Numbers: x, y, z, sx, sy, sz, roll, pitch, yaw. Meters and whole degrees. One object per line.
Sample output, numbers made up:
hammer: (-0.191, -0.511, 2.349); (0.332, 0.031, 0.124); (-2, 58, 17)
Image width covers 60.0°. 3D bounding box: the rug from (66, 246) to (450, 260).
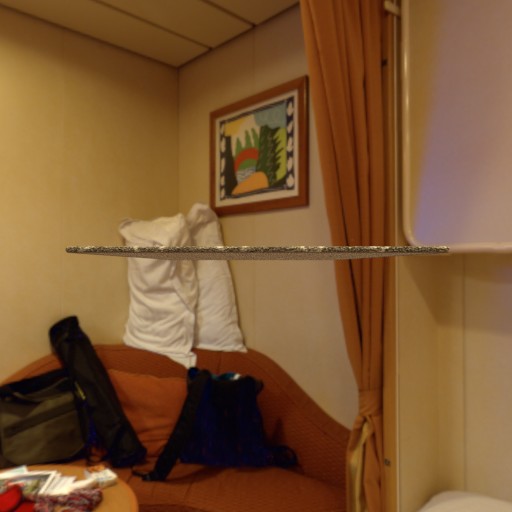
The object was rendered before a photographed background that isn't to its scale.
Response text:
rug: (0.000, 0.000, 3.402); (1.778, 0.030, 2.743); (0, -1, 0)
